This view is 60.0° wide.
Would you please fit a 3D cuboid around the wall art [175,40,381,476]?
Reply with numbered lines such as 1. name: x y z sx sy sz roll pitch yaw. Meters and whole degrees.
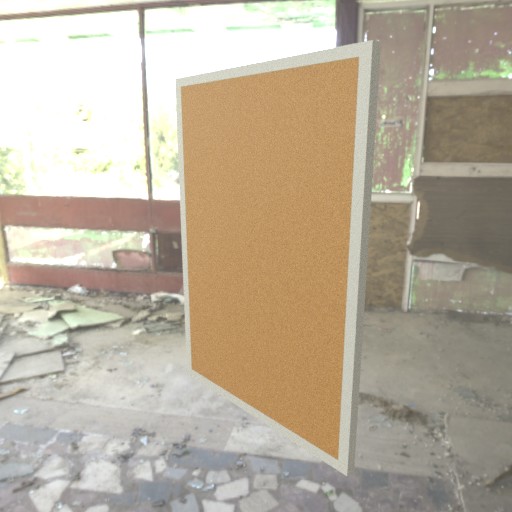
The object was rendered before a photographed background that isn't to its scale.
1. wall art: 0.000 0.000 0.537 0.013 0.433 0.303 -13 19 -41
